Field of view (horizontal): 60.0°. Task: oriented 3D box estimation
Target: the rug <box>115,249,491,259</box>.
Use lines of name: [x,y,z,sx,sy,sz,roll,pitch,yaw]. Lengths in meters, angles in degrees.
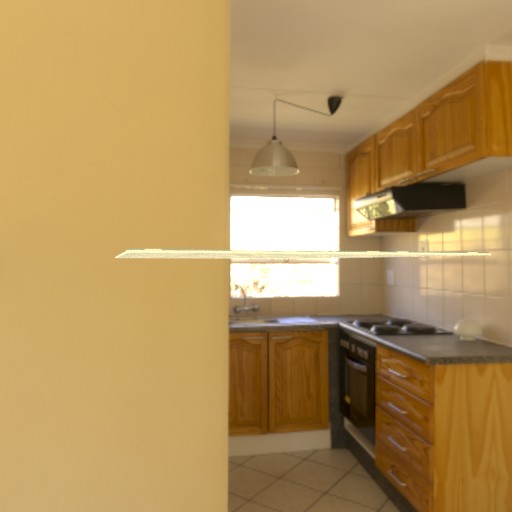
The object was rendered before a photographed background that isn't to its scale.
rug: [0.000,0.000,4.167,2.466,0.021,3.049,0,-1,-19]
